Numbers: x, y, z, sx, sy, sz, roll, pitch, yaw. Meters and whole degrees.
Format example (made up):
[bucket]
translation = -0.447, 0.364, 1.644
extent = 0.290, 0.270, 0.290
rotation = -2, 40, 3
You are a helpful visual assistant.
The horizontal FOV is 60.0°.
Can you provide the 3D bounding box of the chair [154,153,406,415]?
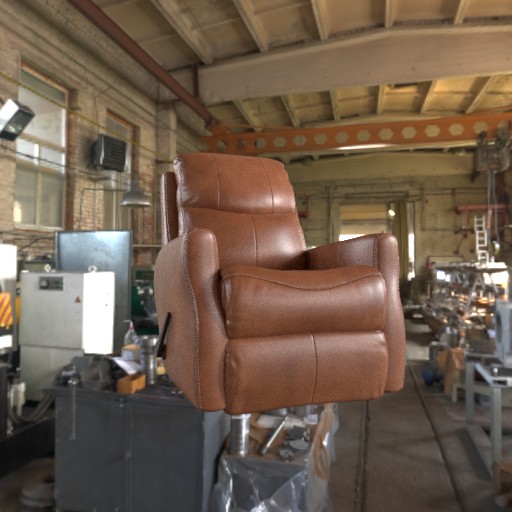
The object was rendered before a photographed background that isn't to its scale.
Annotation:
[chair]
translation = 0.000, 0.000, 1.828
extent = 0.821, 1.016, 1.072
rotation = 0, -1, -19
